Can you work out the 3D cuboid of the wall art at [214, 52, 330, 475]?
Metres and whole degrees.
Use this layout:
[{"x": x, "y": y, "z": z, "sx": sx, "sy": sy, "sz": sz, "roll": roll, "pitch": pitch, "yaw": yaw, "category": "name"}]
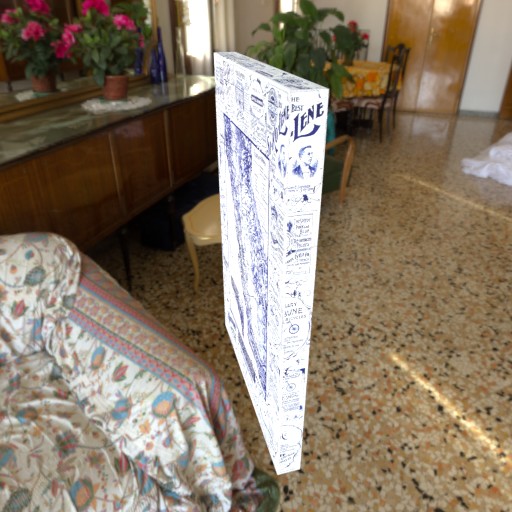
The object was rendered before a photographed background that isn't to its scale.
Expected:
[{"x": 0.000, "y": 0.000, "z": 0.756, "sx": 0.040, "sy": 0.601, "sz": 0.408, "roll": -8, "pitch": 31, "yaw": -13, "category": "wall art"}]
